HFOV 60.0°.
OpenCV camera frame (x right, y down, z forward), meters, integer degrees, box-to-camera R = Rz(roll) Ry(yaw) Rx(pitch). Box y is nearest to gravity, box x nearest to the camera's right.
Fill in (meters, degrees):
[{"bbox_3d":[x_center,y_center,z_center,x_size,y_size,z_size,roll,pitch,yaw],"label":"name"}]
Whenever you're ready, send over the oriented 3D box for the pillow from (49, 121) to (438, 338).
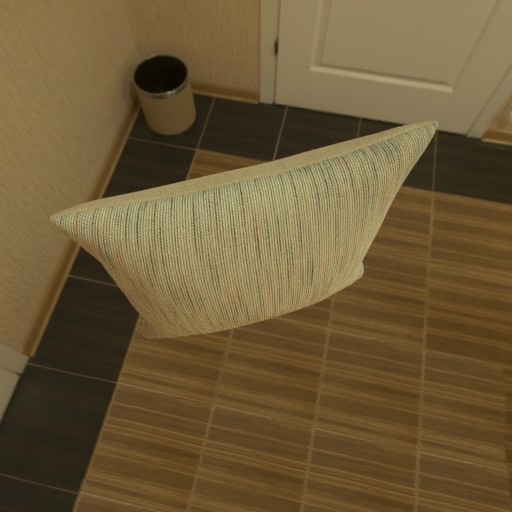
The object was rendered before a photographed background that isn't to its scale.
[{"bbox_3d":[0.000,0.000,0.773,0.512,0.506,0.178,-15,66,-7],"label":"pillow"}]
